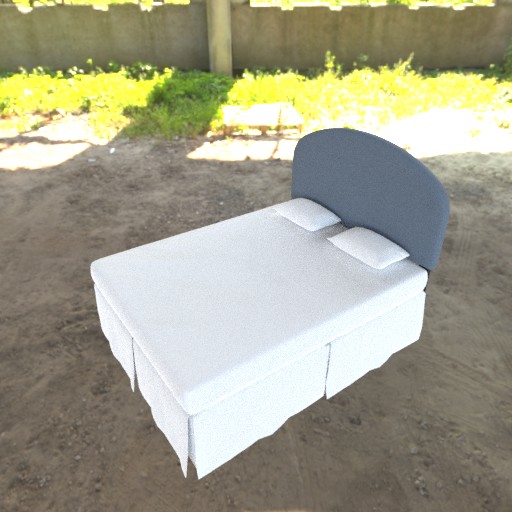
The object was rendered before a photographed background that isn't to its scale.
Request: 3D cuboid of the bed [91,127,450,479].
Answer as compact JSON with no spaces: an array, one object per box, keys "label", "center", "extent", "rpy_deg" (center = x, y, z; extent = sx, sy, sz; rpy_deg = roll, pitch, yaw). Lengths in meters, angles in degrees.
[{"label":"bed","center":[0.000,0.000,3.073],"extent":[2.005,1.410,1.607],"rpy_deg":[-20,36,-30]}]
